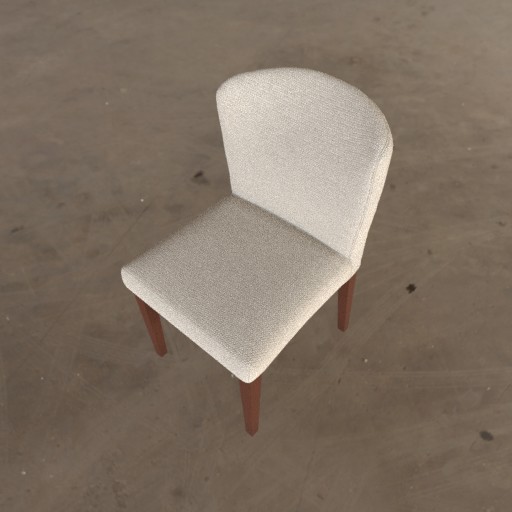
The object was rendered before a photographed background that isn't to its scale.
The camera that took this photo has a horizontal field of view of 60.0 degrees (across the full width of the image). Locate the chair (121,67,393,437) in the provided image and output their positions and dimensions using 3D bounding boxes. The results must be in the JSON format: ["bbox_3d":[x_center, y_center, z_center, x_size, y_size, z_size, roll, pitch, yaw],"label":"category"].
[{"bbox_3d":[0.000,0.000,1.242,0.491,0.839,0.589,32,55,26],"label":"chair"}]
